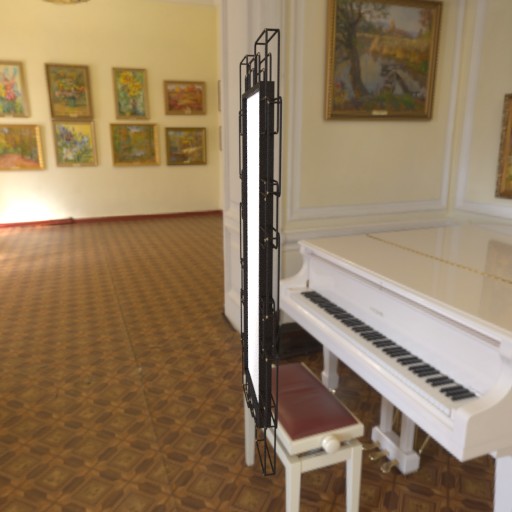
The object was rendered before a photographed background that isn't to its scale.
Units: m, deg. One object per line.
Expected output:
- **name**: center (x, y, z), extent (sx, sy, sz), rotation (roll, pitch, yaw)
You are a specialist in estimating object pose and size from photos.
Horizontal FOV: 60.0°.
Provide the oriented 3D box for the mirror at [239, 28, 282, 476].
- **mirror**: center (0.000, 0.000, 1.384), extent (0.037, 1.192, 0.565), rotation (-2, 15, -9)
